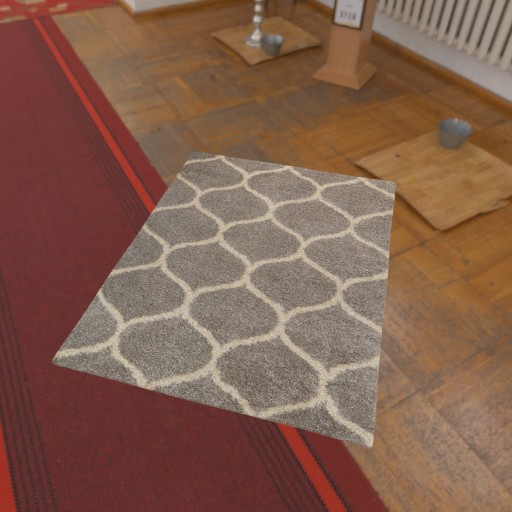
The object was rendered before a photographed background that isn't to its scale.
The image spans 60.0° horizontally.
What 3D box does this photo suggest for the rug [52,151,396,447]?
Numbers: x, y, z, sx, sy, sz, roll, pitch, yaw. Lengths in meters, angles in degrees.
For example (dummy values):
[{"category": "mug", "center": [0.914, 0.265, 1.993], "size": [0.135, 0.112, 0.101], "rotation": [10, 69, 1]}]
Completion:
[{"category": "rug", "center": [0.000, 0.000, 4.128], "size": [2.399, 0.026, 3.000], "rotation": [11, 47, 11]}]
